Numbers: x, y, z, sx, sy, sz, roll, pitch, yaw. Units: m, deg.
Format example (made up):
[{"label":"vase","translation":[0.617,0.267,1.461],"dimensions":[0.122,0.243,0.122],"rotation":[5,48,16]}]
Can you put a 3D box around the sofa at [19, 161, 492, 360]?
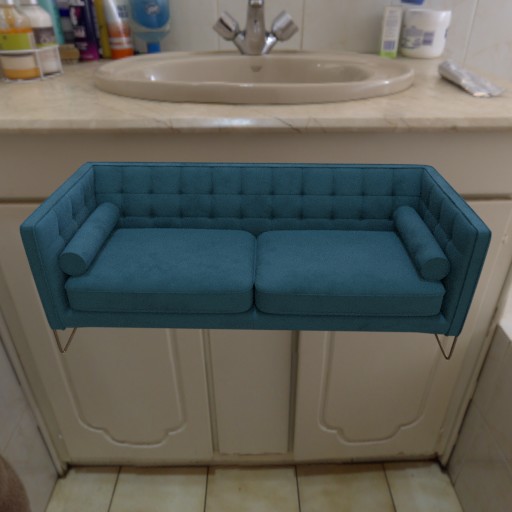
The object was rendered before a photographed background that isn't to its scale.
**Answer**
[{"label":"sofa","translation":[0.000,0.000,2.461],"dimensions":[2.087,0.789,0.867],"rotation":[1,31,1]}]
